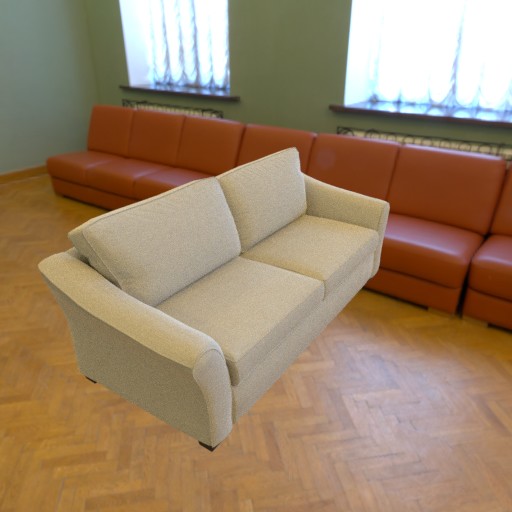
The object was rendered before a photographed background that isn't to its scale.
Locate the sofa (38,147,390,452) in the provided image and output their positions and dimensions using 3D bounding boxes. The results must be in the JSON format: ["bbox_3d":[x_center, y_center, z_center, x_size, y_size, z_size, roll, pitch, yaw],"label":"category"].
[{"bbox_3d":[0.000,0.000,2.776,0.980,0.965,2.270,17,31,30],"label":"sofa"}]
